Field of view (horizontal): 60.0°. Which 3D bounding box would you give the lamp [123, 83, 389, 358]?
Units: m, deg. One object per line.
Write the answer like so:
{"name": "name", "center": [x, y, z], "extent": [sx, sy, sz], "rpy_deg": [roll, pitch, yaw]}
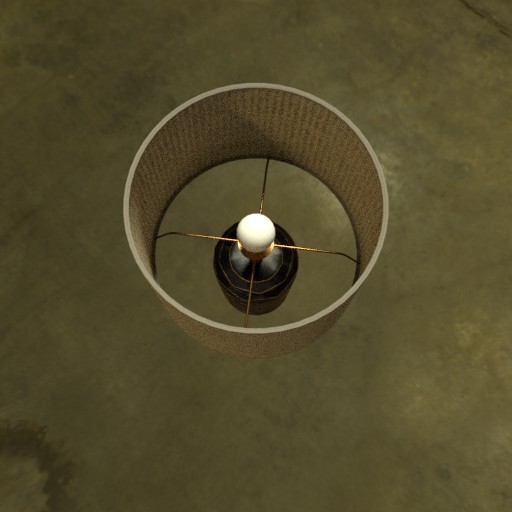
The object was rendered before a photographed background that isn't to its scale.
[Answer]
{"name": "lamp", "center": [0.000, 0.000, 0.831], "extent": [0.376, 0.594, 0.376], "rpy_deg": [0, 77, 0]}
